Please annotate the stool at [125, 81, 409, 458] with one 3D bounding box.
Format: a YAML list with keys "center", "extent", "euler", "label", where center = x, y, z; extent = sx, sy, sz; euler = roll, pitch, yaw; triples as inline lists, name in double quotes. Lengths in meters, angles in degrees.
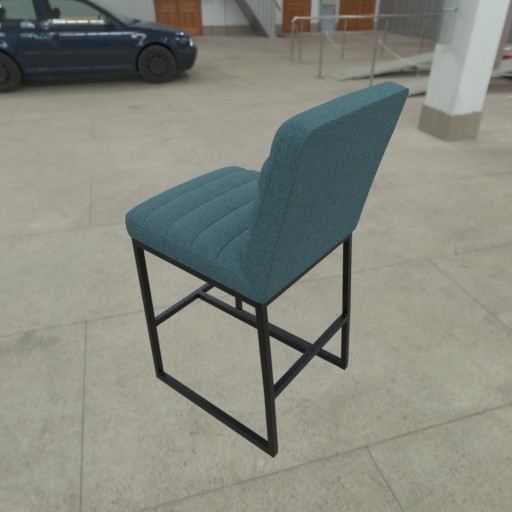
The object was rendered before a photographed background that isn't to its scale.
- center: [0.000, 0.000, 1.256]
  extent: [0.560, 0.940, 0.460]
  euler: [22, 38, 31]
  label: "stool"
